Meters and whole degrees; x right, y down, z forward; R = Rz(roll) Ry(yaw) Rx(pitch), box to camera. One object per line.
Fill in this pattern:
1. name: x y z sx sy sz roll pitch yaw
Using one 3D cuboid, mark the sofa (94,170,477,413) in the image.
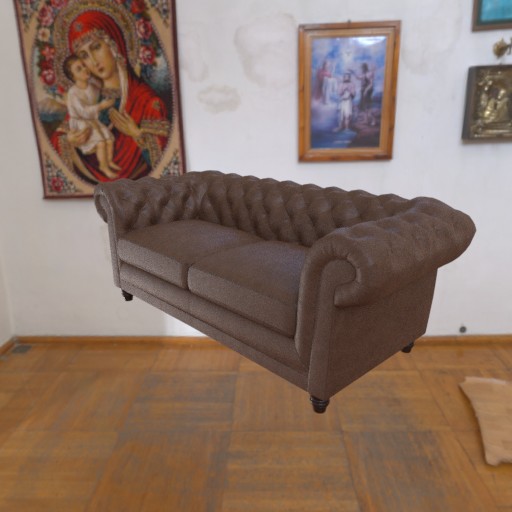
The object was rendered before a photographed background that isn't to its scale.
1. sofa: 0.000 0.000 2.475 0.955 0.784 2.048 -16 23 -41
